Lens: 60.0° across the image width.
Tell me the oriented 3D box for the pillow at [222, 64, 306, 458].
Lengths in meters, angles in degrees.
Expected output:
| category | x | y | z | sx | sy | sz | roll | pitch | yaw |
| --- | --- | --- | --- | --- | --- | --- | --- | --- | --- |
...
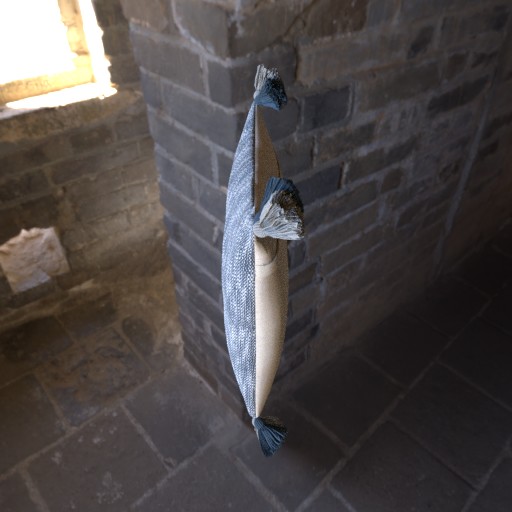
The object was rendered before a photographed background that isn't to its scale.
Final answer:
| category | x | y | z | sx | sy | sz | roll | pitch | yaw |
| --- | --- | --- | --- | --- | --- | --- | --- | --- | --- |
| pillow | 0.000 | 0.000 | 0.938 | 0.138 | 0.634 | 0.614 | 0 | 40 | 0 |
